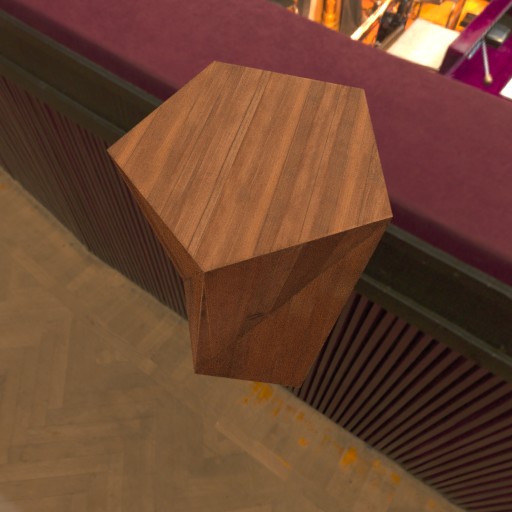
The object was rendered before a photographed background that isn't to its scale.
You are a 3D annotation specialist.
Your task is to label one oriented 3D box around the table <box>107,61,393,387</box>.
[{"bbox_3d":[0.000,0.000,0.910,0.441,0.604,0.425,32,64,18],"label":"table"}]
